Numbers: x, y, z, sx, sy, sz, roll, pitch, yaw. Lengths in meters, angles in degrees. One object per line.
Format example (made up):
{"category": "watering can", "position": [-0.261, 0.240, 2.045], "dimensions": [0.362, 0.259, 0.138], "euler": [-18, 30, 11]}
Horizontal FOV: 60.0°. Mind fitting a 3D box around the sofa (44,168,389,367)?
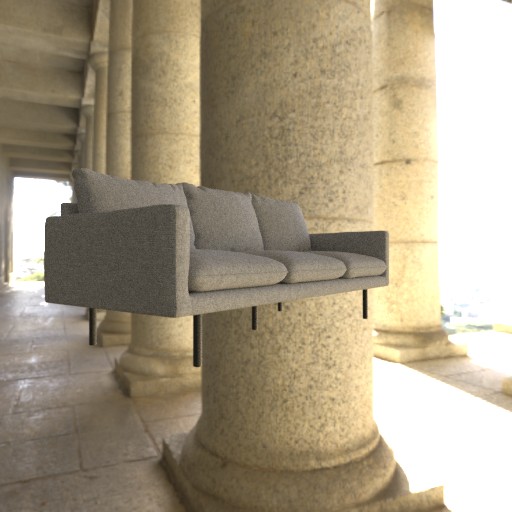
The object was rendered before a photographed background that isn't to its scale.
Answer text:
{"category": "sofa", "position": [0.000, 0.000, 2.491], "dimensions": [0.850, 0.830, 2.000], "euler": [0, 0, 37]}
